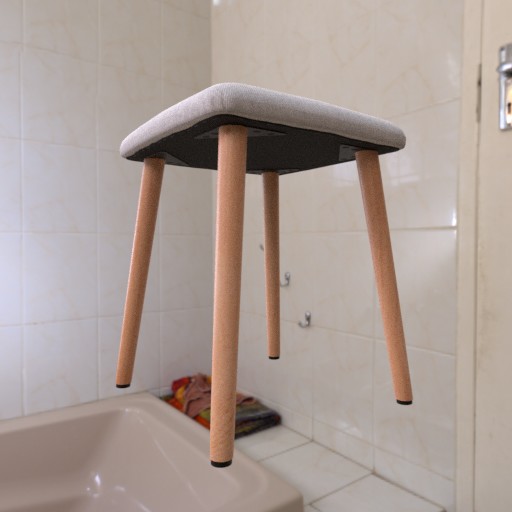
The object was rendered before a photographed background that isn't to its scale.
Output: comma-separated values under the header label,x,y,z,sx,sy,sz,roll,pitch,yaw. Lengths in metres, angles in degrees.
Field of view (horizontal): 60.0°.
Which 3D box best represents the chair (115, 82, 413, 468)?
label,x,y,z,sx,sy,sz,roll,pitch,yaw
chair,0.000,0.000,0.703,0.350,0.440,0.350,-1,2,-35
